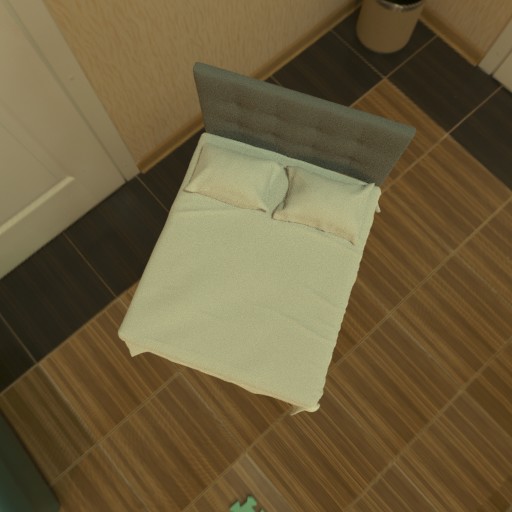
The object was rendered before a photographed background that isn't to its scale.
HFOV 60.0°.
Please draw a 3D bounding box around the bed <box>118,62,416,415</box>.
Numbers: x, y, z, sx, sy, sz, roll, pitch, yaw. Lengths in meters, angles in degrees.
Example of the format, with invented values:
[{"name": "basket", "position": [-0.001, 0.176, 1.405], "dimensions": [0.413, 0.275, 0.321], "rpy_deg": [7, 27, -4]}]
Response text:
[{"name": "bed", "position": [0.000, 0.000, 3.598], "dimensions": [1.936, 1.577, 2.222], "rpy_deg": [19, 76, 5]}]
